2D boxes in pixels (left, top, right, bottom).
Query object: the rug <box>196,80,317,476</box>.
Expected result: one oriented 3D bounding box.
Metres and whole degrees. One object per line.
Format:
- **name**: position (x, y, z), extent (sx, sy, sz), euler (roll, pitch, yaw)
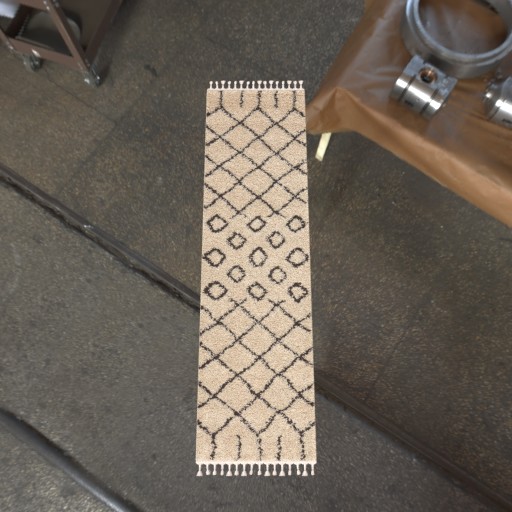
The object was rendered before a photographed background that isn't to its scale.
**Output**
- **rug**: position (0.000, 0.000, 2.710), extent (0.660, 0.005, 2.464), euler (0, 76, 0)
